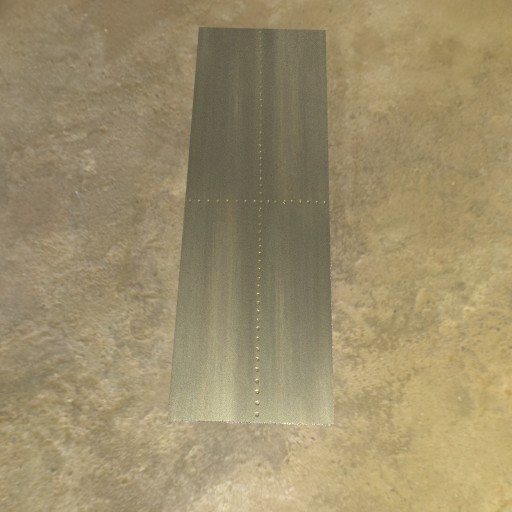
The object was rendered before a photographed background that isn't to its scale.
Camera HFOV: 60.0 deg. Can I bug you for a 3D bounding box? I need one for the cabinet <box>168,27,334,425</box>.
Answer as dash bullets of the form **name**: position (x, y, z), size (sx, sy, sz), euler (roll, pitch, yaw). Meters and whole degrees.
- **cabinet**: position (0.000, 0.000, 1.460), size (0.338, 0.919, 0.968), euler (2, 73, 0)
